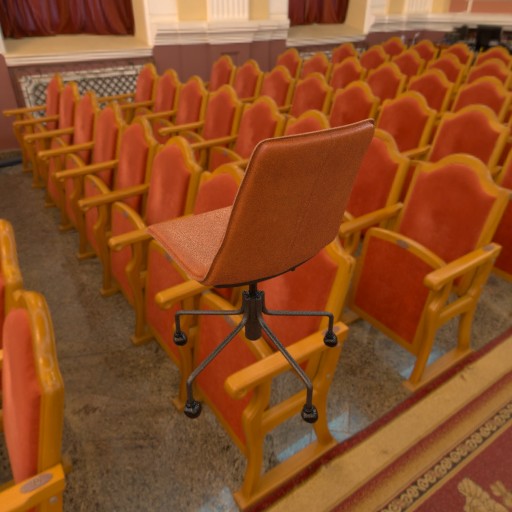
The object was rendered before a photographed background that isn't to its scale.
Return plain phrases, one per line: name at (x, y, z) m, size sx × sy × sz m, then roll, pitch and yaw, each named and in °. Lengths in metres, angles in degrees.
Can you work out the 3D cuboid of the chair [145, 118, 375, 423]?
chair at (0.000, 0.000, 1.395) m, size 0.651 × 0.920 × 0.660 m, roll -19°, pitch 35°, yaw -29°
